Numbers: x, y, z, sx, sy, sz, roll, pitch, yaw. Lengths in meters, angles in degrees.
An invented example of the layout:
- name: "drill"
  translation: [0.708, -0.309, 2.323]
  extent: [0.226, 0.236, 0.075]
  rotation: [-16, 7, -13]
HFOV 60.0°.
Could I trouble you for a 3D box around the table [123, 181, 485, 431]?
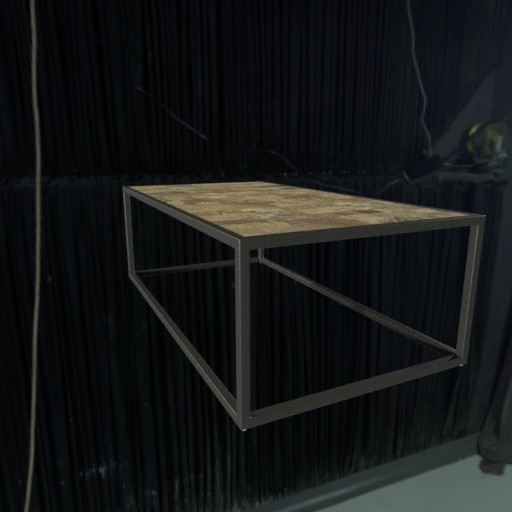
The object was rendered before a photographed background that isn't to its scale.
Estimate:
- name: "table"
  translation: [0.000, 0.000, 1.501]
  extent: [0.649, 0.398, 1.199]
  rotation: [-7, 15, -25]
